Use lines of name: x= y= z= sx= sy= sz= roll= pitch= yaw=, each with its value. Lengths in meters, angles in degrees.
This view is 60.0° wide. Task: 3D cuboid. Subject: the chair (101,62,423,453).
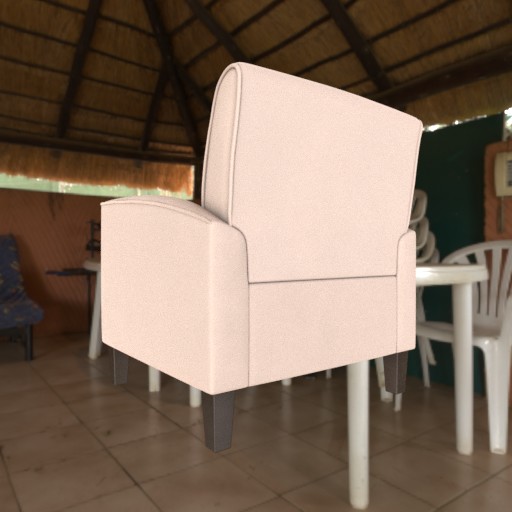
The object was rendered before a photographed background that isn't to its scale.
chair: x=0.000 y=0.000 z=1.524 sx=0.820 sy=0.915 sz=0.820 roll=0 pitch=1 yaw=-37
